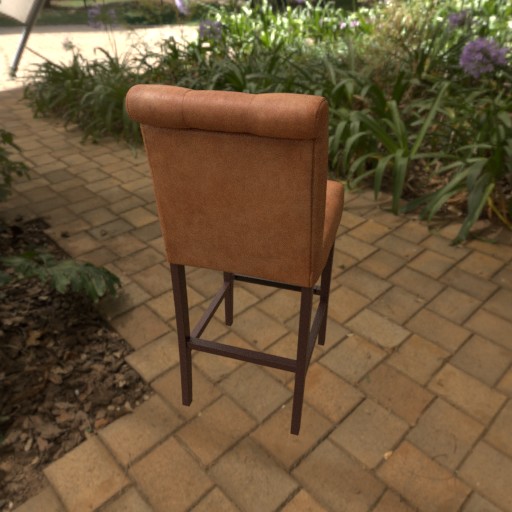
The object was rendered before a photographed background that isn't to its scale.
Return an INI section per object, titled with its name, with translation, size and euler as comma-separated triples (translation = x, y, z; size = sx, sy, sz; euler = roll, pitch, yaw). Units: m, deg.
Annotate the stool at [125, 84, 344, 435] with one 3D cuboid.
[stool]
translation = 0.000, 0.000, 1.467
size = 0.493, 1.140, 0.601
euler = 9, 33, 15
